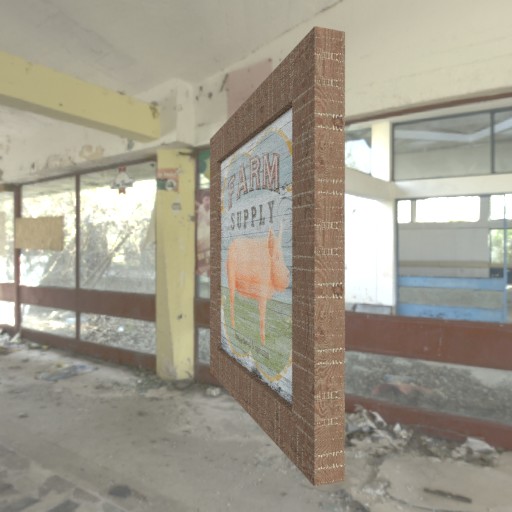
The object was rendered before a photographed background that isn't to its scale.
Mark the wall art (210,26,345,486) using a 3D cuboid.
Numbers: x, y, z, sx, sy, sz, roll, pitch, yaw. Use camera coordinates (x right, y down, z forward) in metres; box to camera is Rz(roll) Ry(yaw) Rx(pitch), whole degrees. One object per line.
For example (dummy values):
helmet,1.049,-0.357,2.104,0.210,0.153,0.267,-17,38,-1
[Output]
wall art,0.000,0.000,0.768,0.040,0.531,0.531,0,0,-19
